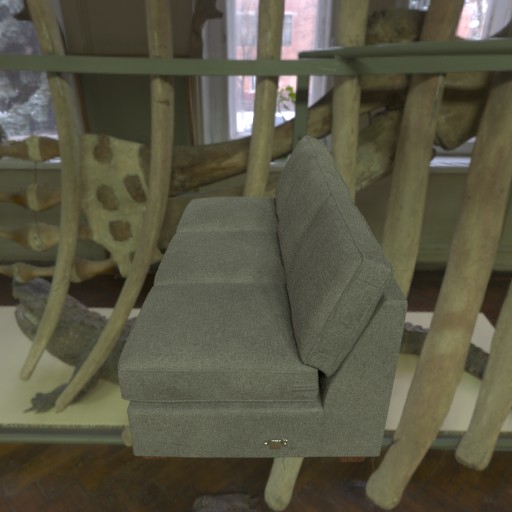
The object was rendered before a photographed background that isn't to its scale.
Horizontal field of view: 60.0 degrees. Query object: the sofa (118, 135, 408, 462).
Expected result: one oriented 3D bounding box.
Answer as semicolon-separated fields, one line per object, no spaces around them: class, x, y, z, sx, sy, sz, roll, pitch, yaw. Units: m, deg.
sofa;0.000;0.000;2.452;1.027;0.973;1.962;0;26;0
